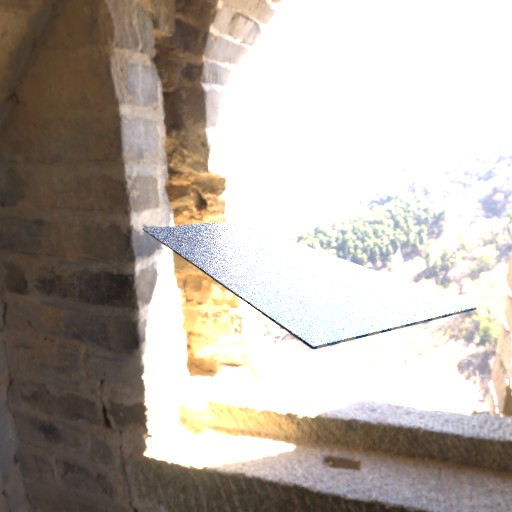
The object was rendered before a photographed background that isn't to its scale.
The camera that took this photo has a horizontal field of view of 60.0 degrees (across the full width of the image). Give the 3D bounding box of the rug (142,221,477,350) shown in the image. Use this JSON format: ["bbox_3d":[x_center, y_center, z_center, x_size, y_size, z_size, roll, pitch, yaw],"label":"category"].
[{"bbox_3d":[0.000,0.000,1.658,0.503,0.007,1.492,-7,16,-26],"label":"rug"}]
